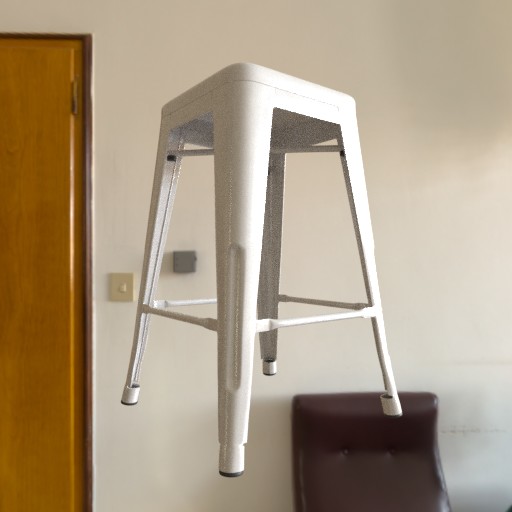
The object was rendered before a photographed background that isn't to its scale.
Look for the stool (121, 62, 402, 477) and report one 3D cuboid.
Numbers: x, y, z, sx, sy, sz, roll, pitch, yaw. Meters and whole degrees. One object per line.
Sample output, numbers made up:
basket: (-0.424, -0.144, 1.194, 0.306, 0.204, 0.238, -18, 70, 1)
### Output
stool: (0.000, 0.000, 0.879, 0.406, 0.610, 0.406, 0, 0, -37)
